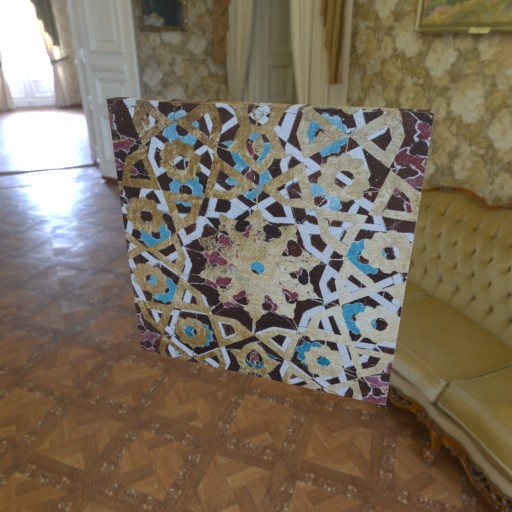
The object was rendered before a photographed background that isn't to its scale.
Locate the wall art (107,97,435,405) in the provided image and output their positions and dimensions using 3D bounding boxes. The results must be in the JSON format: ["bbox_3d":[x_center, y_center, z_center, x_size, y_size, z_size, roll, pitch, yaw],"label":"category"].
[{"bbox_3d":[0.000,0.000,0.938,0.609,0.613,0.041,8,27,17],"label":"wall art"}]
